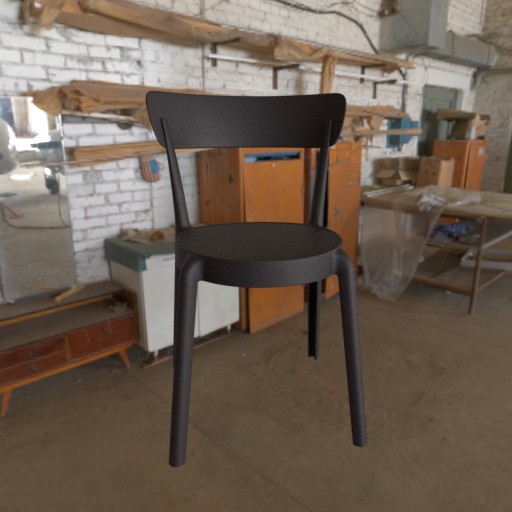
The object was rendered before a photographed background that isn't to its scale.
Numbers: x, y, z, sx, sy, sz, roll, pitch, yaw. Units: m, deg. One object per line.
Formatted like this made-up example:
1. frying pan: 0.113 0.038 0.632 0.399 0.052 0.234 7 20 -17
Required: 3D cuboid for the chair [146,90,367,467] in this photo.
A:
1. chair: 0.000 0.000 1.102 0.506 0.790 0.491 -2 16 -8
